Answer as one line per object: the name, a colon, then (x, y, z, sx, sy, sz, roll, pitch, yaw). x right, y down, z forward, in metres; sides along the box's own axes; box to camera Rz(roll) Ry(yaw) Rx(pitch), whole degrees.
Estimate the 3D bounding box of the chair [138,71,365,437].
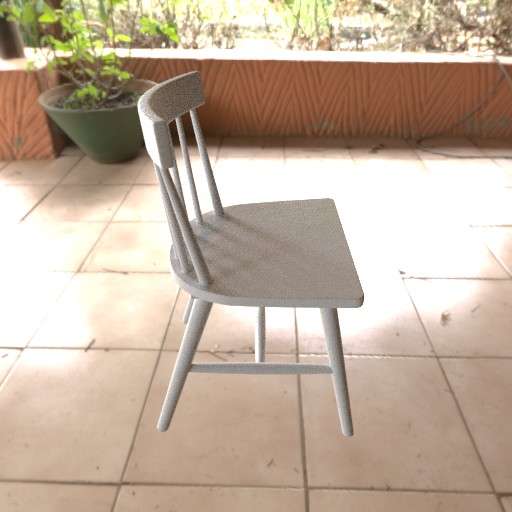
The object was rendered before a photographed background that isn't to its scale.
chair: (0.000, 0.000, 1.106, 0.500, 0.787, 0.483, 0, 32, 1)
